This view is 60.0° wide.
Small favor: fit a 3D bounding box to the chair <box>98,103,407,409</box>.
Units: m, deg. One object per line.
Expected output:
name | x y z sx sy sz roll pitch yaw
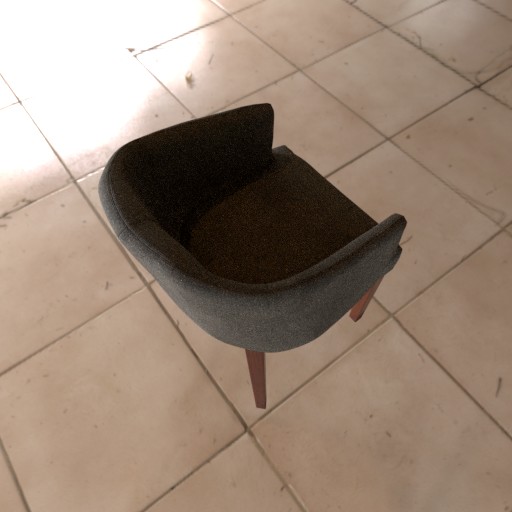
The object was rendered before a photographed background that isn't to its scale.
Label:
chair | 0.000 0.000 1.266 0.655 0.811 0.583 -33 64 -19
